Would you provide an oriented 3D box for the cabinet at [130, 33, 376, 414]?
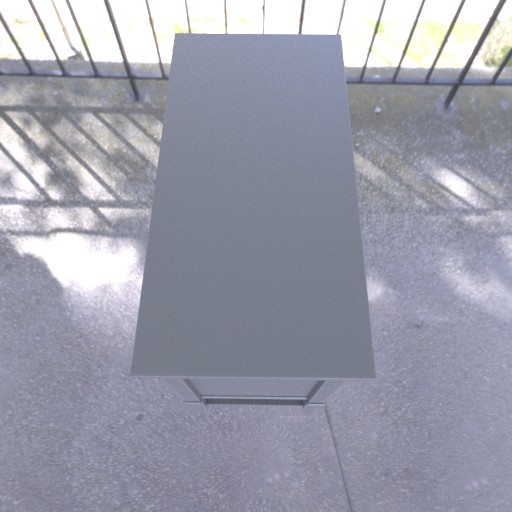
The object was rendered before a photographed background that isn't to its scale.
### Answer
[{"bbox_3d":[0.000,0.000,1.234,0.396,0.780,0.801,1,65,0],"label":"cabinet"}]
